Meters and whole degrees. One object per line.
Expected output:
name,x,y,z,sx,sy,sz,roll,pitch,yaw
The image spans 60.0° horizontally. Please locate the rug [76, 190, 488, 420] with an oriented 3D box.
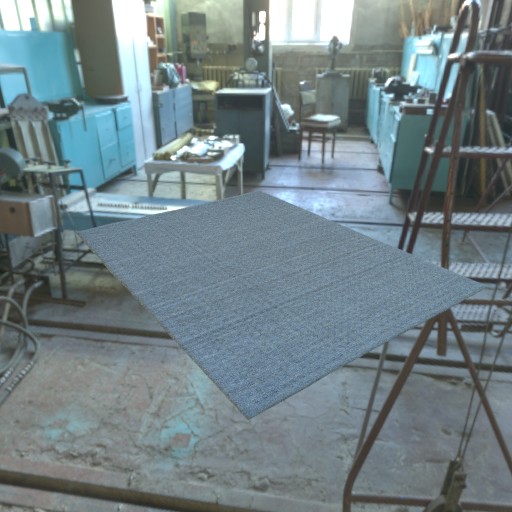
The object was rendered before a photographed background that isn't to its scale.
rug,0.000,0.000,4.181,2.443,0.007,3.200,-18,31,-32
